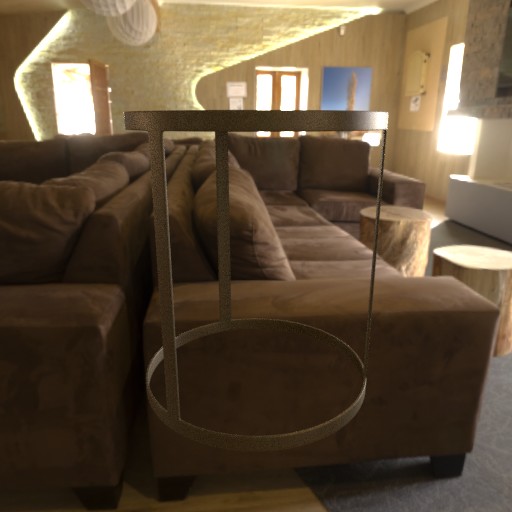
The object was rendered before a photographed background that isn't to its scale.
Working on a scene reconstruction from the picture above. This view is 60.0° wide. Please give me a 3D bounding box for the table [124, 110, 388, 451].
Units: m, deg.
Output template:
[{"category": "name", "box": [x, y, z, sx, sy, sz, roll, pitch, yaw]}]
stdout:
[{"category": "table", "box": [0.000, 0.000, 0.918, 0.480, 0.565, 0.480, 0, 17, 0]}]
